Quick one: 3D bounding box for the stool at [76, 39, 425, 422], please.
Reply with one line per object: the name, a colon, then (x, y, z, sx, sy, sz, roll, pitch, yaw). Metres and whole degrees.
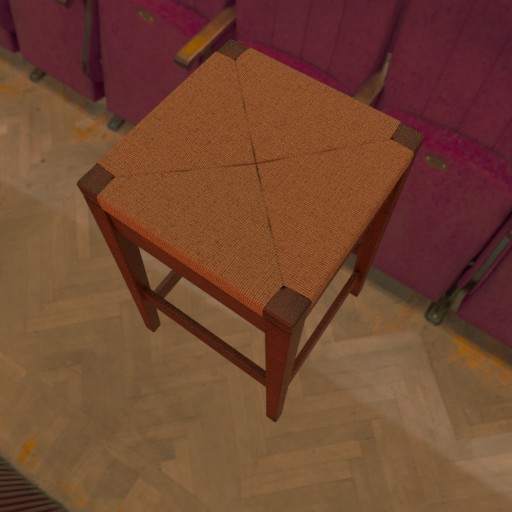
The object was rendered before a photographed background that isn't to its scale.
stool: (0.000, 0.000, 1.089, 0.497, 0.762, 0.507, 32, 68, 15)
